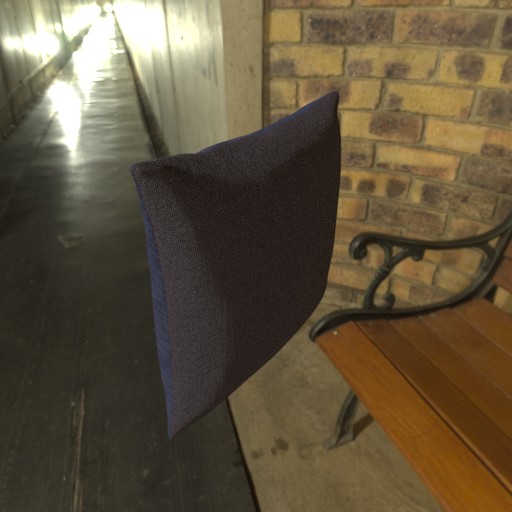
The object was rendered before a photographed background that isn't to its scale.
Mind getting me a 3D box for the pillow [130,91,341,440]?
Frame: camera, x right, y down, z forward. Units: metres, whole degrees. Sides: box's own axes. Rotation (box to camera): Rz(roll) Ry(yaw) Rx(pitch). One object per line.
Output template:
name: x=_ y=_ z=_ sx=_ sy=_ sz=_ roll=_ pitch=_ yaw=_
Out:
pillow: x=0.000 y=0.000 z=0.714 sx=0.204 sy=0.439 sz=0.452 roll=21 pitch=37 yaw=30
